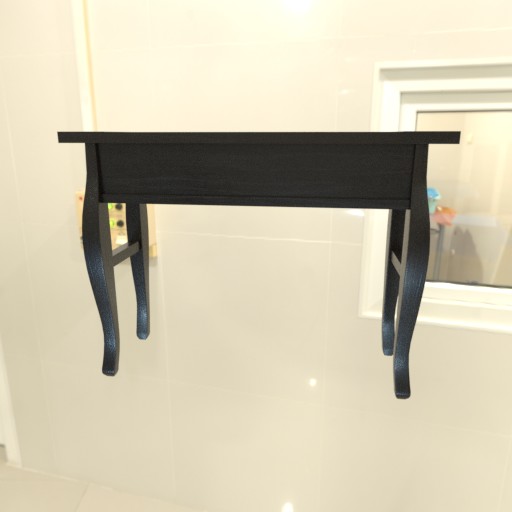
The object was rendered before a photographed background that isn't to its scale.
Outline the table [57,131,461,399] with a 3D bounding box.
[{"bbox_3d":[0.000,0.000,1.424,1.062,0.768,0.373,2,15,8],"label":"table"}]
